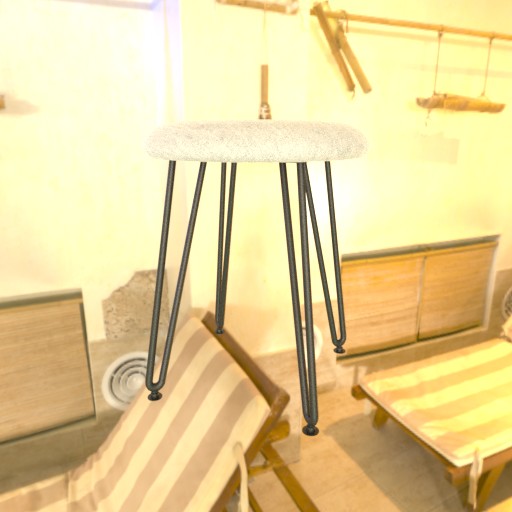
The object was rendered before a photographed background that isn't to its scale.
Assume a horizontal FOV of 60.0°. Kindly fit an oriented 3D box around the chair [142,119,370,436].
[{"bbox_3d":[0.000,0.000,0.661,0.350,0.386,0.350,-7,17,-25],"label":"chair"}]
